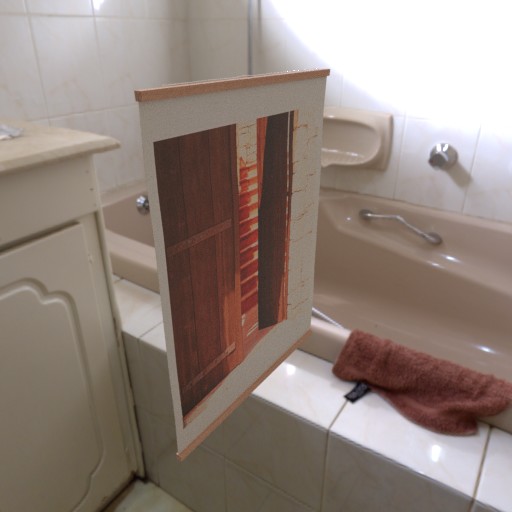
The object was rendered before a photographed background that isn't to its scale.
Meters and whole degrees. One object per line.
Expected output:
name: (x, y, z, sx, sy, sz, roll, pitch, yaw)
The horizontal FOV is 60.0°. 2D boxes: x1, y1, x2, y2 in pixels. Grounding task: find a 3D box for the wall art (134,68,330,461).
wall art: (0.000, 0.000, 1.331, 0.020, 1.013, 0.758, 18, 32, 32)
